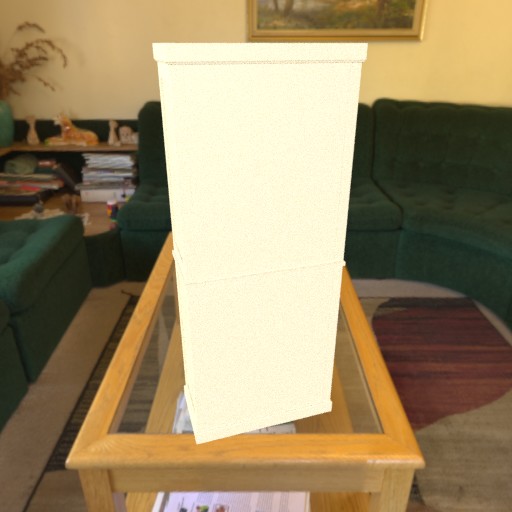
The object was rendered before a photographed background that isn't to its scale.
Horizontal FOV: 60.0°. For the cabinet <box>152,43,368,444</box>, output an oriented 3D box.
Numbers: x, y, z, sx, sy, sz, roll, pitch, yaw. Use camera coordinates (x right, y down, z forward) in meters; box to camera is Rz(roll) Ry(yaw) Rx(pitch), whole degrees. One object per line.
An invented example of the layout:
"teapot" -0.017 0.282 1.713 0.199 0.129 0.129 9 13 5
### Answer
"cabinet" 0.000 0.000 2.113 0.754 1.829 0.390 -8 27 -16
